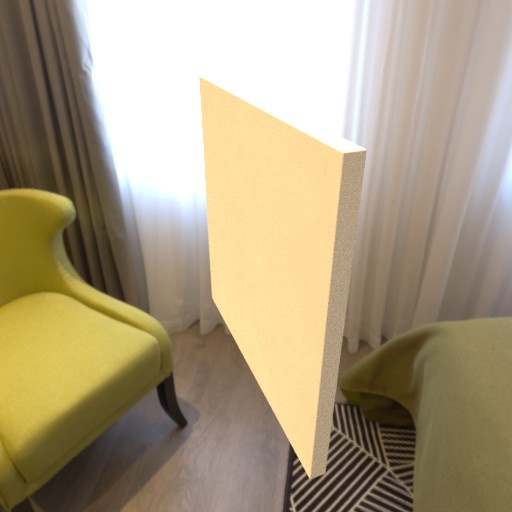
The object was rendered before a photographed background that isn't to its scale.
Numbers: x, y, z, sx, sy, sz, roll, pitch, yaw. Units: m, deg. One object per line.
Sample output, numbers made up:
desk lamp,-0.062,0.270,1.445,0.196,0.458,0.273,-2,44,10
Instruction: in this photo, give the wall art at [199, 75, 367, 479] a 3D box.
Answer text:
wall art,0.000,0.000,1.131,0.040,0.762,0.762,-11,32,-19
